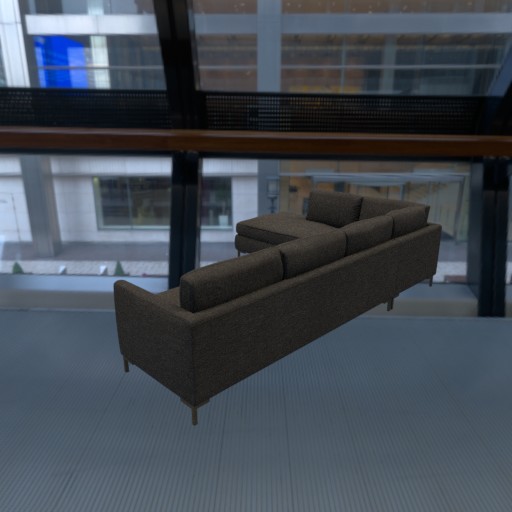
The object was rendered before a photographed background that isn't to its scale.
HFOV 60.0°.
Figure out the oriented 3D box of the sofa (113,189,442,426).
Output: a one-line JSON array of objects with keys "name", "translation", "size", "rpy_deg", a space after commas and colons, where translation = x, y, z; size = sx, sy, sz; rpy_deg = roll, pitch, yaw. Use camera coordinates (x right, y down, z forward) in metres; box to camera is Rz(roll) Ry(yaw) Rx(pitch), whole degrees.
[{"name": "sofa", "translation": [0.000, 0.000, 3.860], "size": [2.007, 0.815, 2.949], "rpy_deg": [17, 24, 42]}]
